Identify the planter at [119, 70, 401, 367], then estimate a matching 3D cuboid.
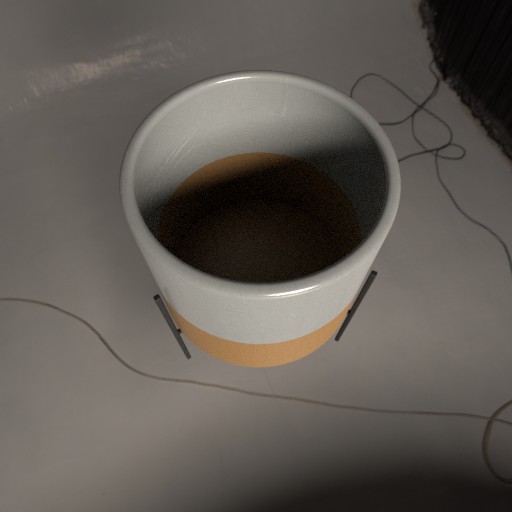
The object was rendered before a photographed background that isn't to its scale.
[{"bbox_3d":[0.000,0.000,0.665,0.310,0.432,0.310,-20,65,-10],"label":"planter"}]
